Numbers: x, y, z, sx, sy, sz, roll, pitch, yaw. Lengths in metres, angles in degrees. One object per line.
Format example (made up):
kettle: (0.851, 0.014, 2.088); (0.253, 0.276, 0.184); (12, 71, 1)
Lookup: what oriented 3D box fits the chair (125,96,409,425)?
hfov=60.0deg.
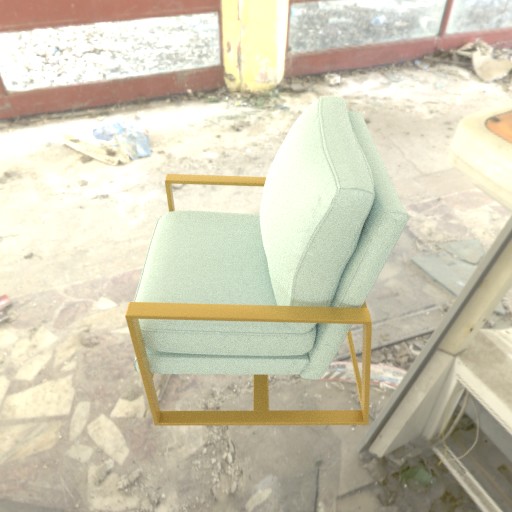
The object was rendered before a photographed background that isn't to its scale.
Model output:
chair: (0.000, 0.000, 1.568); (0.813, 0.956, 0.758); (0, 41, 0)
